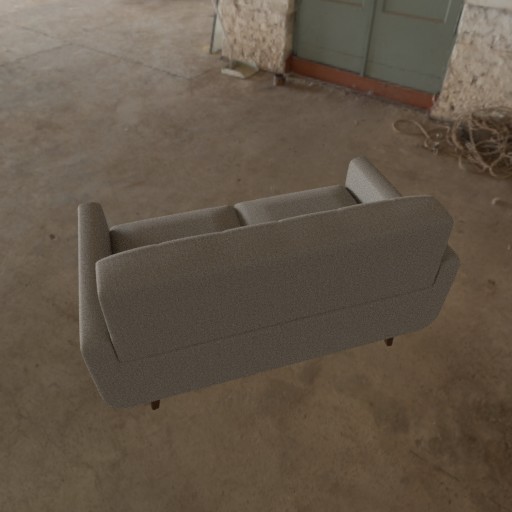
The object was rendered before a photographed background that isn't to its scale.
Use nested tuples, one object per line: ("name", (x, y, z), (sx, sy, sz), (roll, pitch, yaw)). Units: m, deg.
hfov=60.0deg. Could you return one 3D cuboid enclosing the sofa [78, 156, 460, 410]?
("sofa", (0.000, 0.000, 2.244), (1.651, 0.925, 0.952), (-12, 45, -12))
